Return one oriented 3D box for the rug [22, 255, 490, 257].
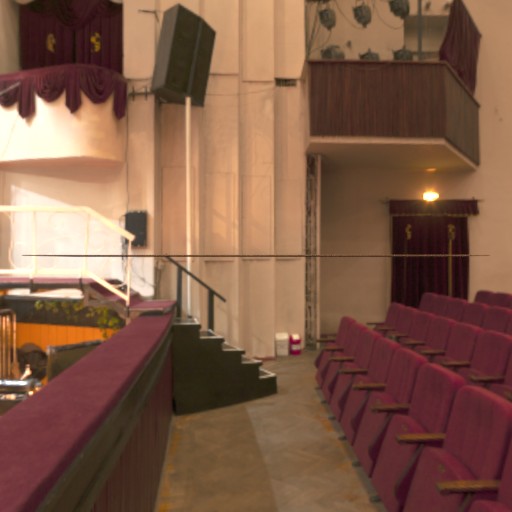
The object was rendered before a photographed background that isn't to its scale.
[{"bbox_3d":[0.000,0.000,2.646,2.437,0.005,0.688,0,-1,0],"label":"rug"}]
